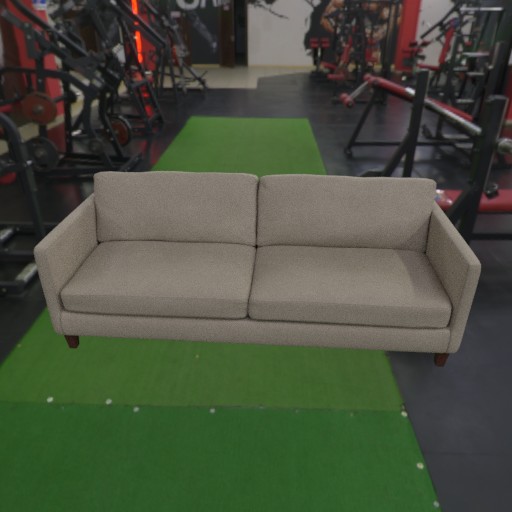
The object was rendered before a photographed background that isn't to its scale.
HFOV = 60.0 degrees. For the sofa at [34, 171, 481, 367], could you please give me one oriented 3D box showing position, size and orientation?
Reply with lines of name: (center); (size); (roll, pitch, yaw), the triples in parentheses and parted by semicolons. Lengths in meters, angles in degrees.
sofa: (0.000, 0.000, 2.847); (2.404, 0.912, 0.988); (2, 29, 4)
